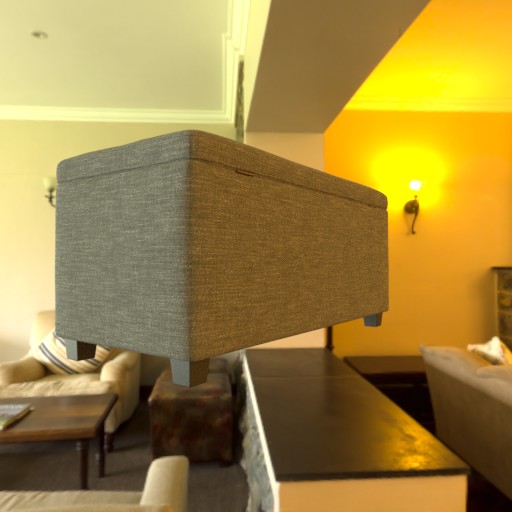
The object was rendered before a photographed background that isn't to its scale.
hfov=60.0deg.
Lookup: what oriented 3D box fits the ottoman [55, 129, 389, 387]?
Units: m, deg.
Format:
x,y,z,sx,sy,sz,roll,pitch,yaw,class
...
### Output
x,y,z,sx,sy,sz,roll,pitch,yaw,class
0.000,0.000,1.157,0.419,0.432,0.902,0,-1,36,ottoman
